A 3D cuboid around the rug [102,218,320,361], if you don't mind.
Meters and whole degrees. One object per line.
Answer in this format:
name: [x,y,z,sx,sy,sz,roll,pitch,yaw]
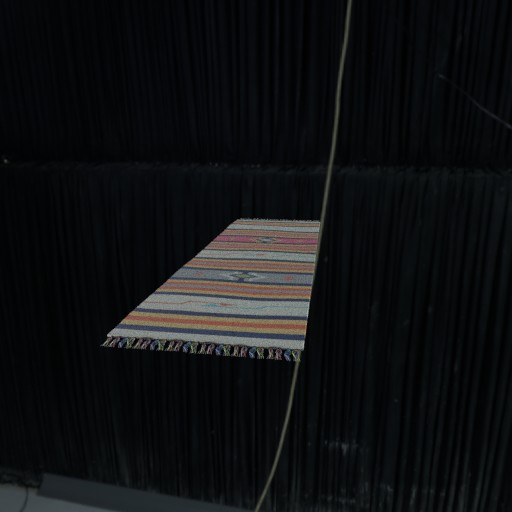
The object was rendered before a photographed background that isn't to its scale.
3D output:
rug: [0.000,0.000,2.609,0.695,0.017,2.455,2,15,9]
